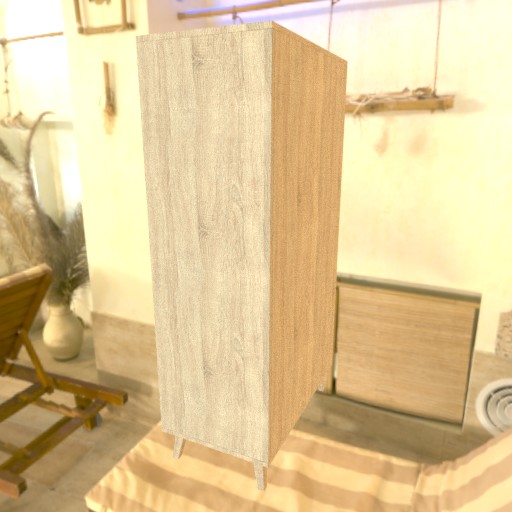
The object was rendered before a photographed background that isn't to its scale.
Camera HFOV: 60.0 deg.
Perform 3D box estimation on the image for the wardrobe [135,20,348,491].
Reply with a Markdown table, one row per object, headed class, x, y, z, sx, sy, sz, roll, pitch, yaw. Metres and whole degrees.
| class | x | y | z | sx | sy | sz | roll | pitch | yaw |
| --- | --- | --- | --- | --- | --- | --- | --- | --- | --- |
| wardrobe | 0.000 | 0.000 | 2.302 | 0.600 | 1.960 | 1.000 | 7 | 17 | 25 |
